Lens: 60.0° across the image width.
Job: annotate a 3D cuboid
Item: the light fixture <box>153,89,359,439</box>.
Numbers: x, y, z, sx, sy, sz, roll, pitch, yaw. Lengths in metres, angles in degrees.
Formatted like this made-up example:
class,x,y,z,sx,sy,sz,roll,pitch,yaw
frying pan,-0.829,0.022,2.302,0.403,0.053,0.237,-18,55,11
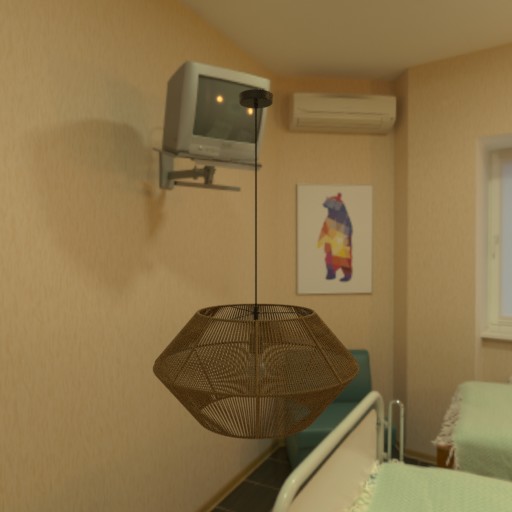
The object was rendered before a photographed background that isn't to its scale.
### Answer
class,x,y,z,sx,sy,sz,roll,pitch,yaw
light fixture,0.000,0.000,1.401,0.643,1.009,0.643,0,1,0
